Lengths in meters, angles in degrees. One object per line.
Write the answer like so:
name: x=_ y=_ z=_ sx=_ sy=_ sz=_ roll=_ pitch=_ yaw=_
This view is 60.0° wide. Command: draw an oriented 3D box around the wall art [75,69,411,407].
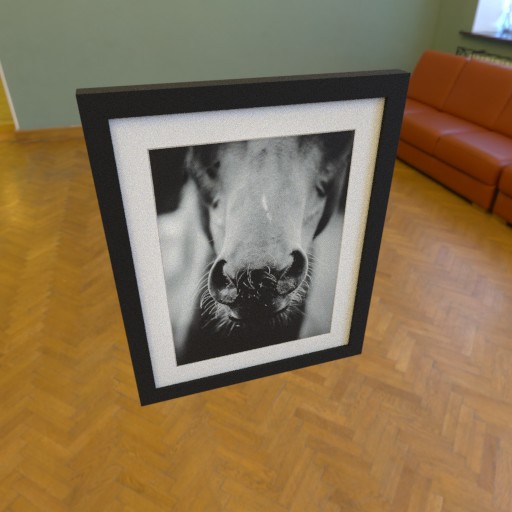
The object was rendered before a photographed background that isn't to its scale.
wall art: x=0.000 y=0.000 z=0.744 sx=0.457 sy=0.559 sz=0.033 roll=-9 pitch=34 yaw=-14
